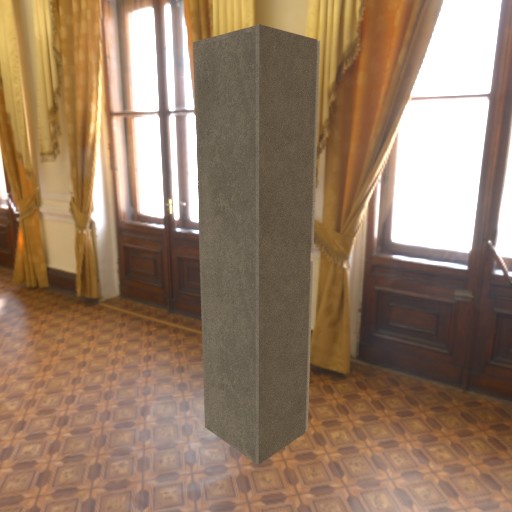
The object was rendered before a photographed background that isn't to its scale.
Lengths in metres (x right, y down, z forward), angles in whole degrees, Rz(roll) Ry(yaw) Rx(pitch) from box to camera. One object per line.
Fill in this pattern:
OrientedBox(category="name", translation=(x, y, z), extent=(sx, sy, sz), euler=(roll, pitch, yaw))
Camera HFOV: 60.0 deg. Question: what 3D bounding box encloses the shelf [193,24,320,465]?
OrientedBox(category="shelf", translation=(0.000, 0.000, 1.571), extent=(0.270, 1.400, 0.300), euler=(-13, 19, -43))
